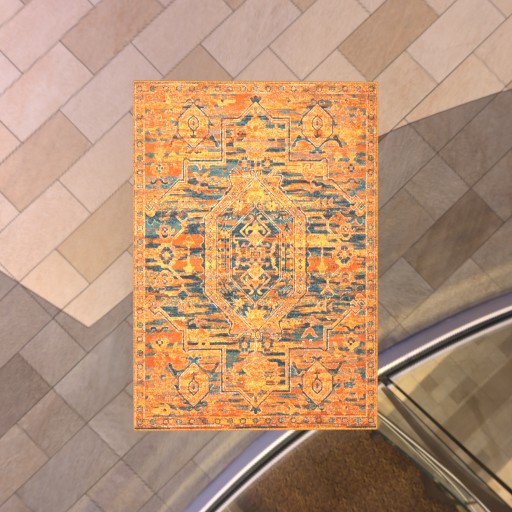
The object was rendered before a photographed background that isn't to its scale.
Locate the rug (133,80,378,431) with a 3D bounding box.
[{"bbox_3d":[0.000,0.000,3.699,2.043,0.019,2.916,0,90,-1],"label":"rug"}]
